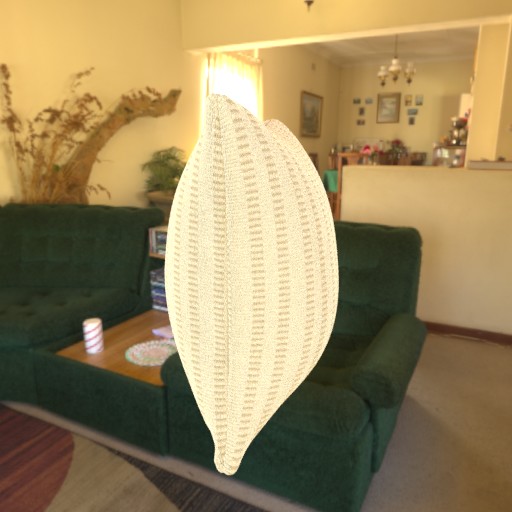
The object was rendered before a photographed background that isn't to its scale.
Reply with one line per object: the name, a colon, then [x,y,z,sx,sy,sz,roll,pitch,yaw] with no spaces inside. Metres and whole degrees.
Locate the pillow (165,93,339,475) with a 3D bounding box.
pillow: [0.000,0.000,0.665,0.247,0.419,0.438,2,14,10]
